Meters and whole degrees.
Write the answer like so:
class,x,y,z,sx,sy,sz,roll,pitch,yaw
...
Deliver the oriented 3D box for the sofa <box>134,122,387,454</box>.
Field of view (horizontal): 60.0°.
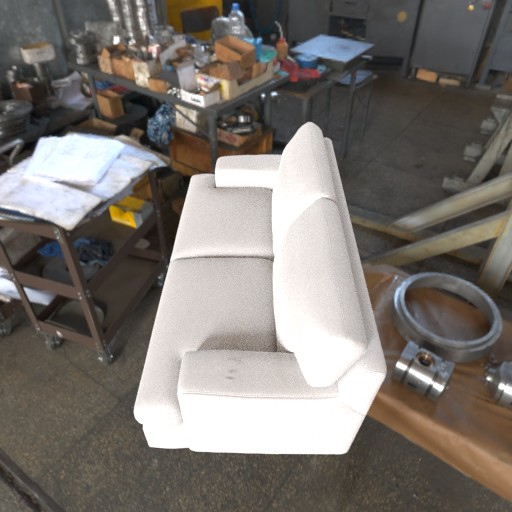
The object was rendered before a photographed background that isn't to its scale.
class,x,y,z,sx,sy,sz,roll,pitch,yaw
sofa,0.000,0.000,2.849,1.143,0.940,2.261,1,41,1
